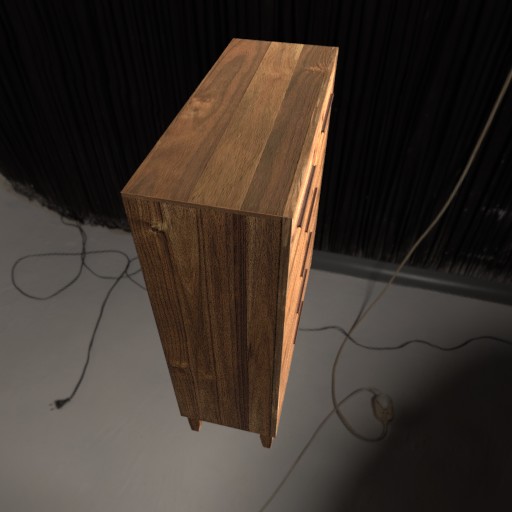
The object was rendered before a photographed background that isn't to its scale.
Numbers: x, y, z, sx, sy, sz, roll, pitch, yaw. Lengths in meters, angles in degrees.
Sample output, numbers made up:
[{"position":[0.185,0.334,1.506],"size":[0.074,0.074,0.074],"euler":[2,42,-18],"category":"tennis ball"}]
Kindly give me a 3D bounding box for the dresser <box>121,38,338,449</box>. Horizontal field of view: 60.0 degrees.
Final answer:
[{"position":[0.000,0.000,1.914],"size":[0.442,1.393,1.062],"euler":[9,46,9],"category":"dresser"}]
